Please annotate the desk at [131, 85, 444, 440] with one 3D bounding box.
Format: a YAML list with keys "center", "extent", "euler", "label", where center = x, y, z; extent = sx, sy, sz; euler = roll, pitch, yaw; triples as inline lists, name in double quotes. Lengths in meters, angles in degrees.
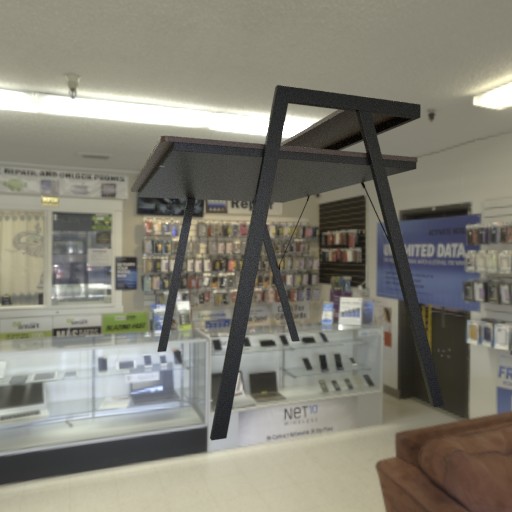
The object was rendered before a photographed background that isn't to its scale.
- center: [0.000, 0.000, 1.863]
  extent: [0.936, 0.998, 1.143]
  euler: [0, 1, -20]
  label: "desk"
